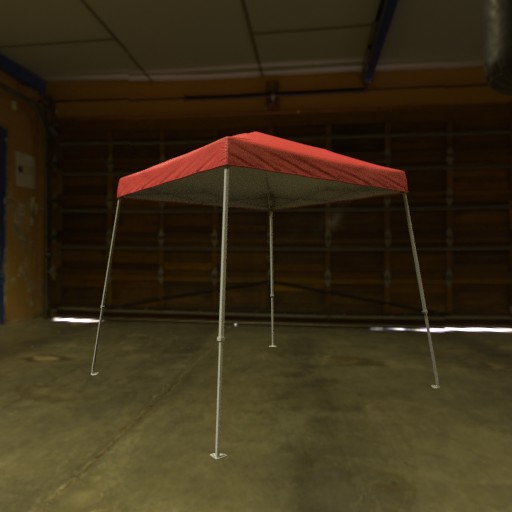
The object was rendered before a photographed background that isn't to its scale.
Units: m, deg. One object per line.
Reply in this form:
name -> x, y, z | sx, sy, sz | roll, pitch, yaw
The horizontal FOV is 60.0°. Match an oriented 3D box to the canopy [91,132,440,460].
canopy -> 0.000, 0.000, 5.080 | 2.849, 2.849, 2.848 | 0, 0, -37
